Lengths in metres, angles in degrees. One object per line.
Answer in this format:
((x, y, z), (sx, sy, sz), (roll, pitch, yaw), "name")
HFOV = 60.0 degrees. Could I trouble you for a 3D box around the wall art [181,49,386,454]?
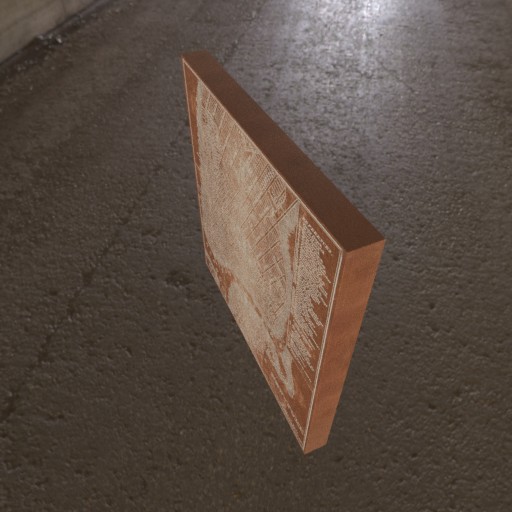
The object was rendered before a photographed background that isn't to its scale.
((0.000, 0.000, 0.605), (0.035, 0.403, 0.403), (-18, 49, -17), "wall art")
